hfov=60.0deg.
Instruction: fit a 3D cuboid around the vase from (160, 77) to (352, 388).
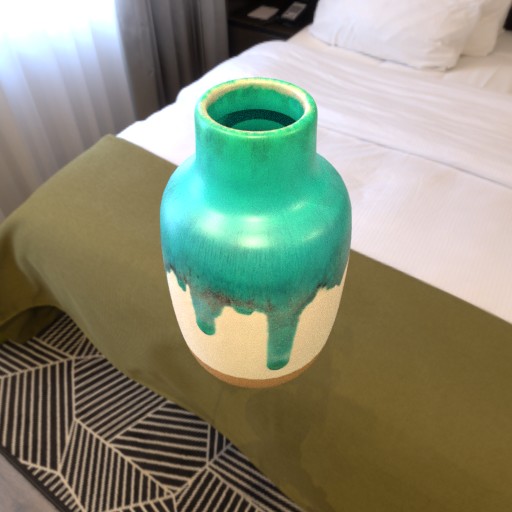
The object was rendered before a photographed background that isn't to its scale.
[{"bbox_3d":[0.000,0.000,0.260,0.106,0.192,0.106,0,47,0],"label":"vase"}]
